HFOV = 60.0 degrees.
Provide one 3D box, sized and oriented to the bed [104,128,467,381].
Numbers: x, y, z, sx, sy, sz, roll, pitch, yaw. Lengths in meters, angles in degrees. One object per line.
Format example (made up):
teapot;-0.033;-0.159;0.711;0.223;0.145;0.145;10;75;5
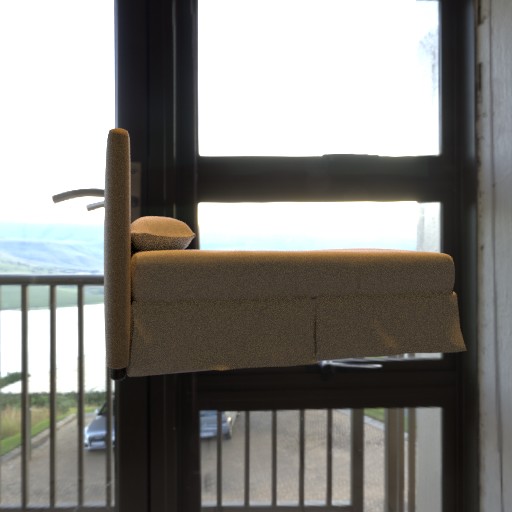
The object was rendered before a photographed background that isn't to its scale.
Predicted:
bed;0.000;0.000;3.571;2.319;1.317;2.119;0;0;-19
